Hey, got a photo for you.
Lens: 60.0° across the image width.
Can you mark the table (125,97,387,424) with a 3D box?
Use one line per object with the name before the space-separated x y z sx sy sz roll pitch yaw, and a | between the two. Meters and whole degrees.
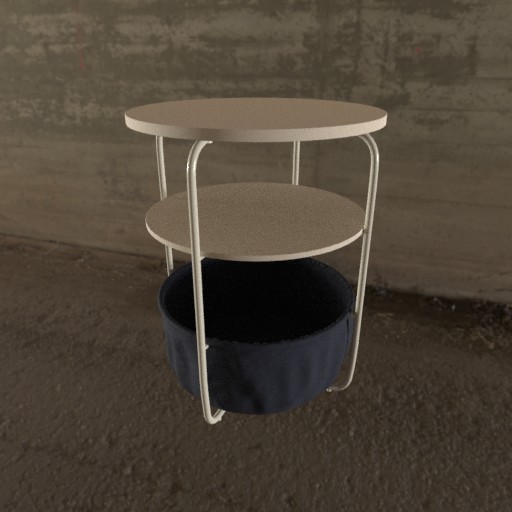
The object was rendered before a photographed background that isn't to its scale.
table | 0.000 0.000 0.843 0.418 0.532 0.418 -9 26 -18
